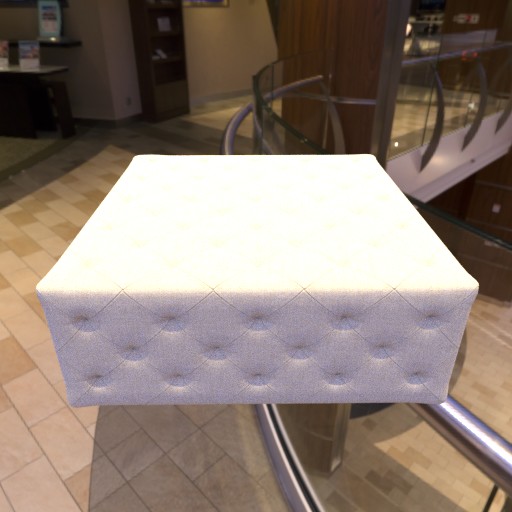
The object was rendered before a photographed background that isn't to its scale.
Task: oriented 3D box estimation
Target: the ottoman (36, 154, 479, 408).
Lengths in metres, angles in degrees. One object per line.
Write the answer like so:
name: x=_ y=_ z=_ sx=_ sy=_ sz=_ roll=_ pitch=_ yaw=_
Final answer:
ottoman: x=0.000 y=0.000 z=1.546 sx=1.028 sy=0.439 sz=1.028 roll=0 pitch=30 yaw=-1
